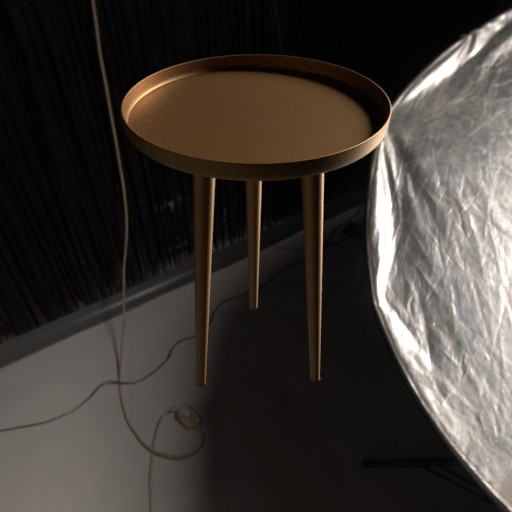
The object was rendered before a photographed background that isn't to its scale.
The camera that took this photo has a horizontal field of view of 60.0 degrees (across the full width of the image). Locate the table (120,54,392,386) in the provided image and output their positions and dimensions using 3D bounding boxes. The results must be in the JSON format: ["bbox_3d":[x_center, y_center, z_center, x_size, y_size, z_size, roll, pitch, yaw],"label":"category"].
[{"bbox_3d":[0.000,0.000,0.659,0.299,0.480,0.299,-25,47,-26],"label":"table"}]
